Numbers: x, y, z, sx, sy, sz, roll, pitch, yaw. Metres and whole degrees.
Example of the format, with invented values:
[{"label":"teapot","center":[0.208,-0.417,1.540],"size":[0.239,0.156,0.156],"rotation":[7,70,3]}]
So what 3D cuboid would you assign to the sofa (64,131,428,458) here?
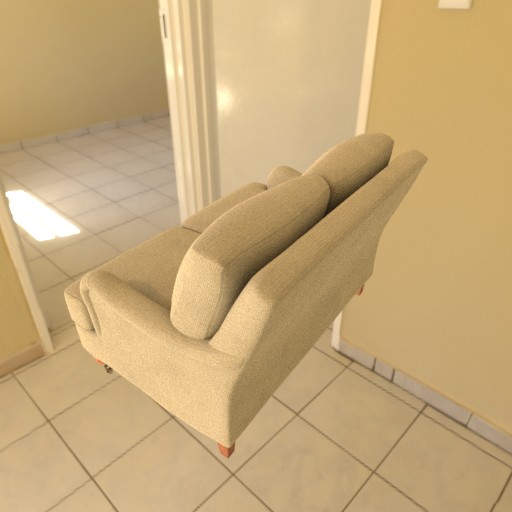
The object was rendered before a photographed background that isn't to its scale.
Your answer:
[{"label":"sofa","center":[0.000,0.000,2.145],"size":[1.087,0.999,1.480],"rotation":[20,37,29]}]
